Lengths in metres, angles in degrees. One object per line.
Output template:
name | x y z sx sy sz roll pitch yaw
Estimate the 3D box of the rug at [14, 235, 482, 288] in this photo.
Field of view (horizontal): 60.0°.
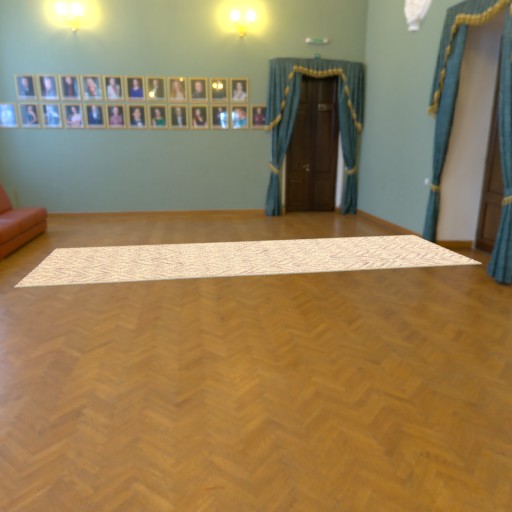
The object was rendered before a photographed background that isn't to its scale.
rug | 0.000 0.000 2.637 2.435 0.009 0.750 -2 15 -9
